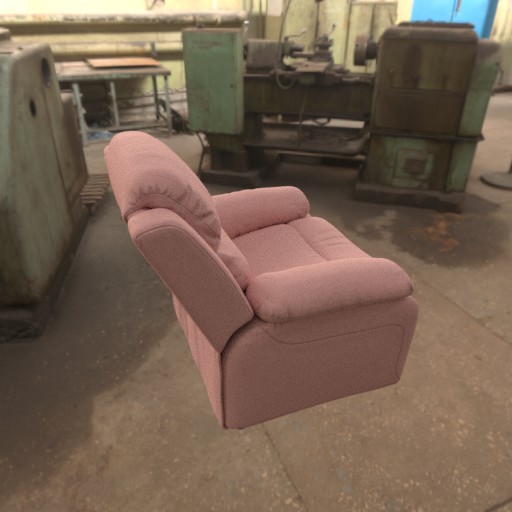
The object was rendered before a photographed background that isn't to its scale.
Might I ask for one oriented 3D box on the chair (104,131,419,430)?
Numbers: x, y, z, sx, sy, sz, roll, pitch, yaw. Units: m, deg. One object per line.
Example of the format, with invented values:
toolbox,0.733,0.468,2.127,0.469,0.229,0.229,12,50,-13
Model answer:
chair,0.000,0.000,1.256,0.709,0.702,0.680,-11,32,-19
